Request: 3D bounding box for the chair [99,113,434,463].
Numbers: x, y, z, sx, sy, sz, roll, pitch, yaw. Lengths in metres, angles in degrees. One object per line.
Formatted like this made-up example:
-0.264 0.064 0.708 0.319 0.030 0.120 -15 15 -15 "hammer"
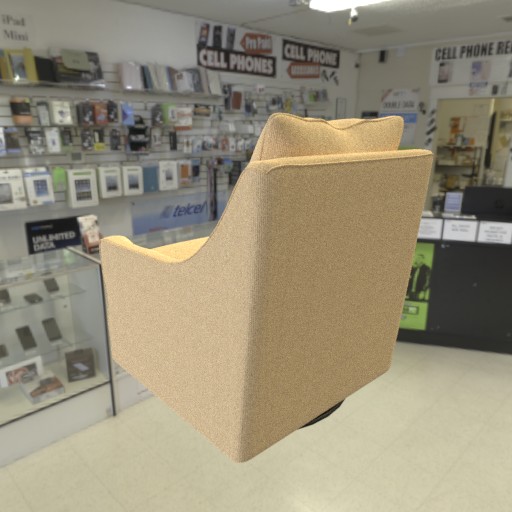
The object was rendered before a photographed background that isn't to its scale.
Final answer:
0.000 0.000 1.543 0.760 0.927 0.876 -14 21 -40 "chair"
